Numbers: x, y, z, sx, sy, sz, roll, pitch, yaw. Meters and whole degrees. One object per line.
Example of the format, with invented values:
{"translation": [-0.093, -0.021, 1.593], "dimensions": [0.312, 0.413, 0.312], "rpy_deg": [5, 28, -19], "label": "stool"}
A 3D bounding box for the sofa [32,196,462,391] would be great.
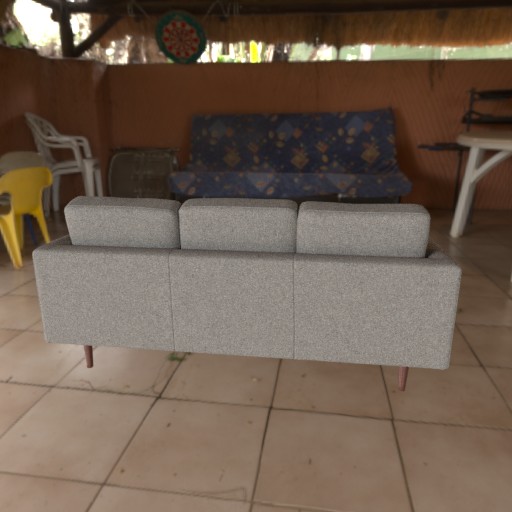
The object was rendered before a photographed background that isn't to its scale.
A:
{"translation": [0.000, 0.000, 2.925], "dimensions": [2.055, 0.957, 1.667], "rpy_deg": [2, 17, 7], "label": "sofa"}
